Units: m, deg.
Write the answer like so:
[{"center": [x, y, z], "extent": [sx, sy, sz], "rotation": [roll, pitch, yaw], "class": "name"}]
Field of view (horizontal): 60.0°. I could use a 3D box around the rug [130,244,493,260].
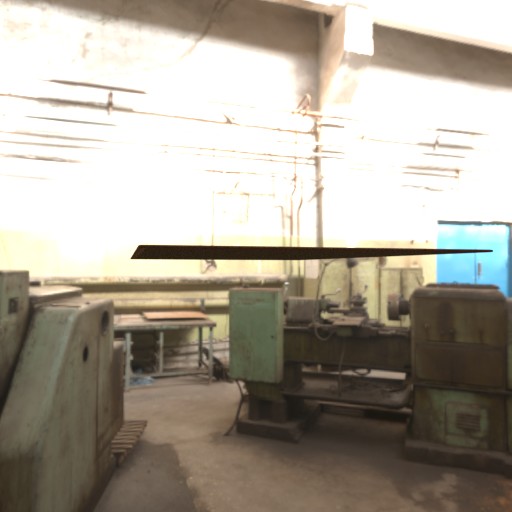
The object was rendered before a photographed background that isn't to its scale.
[{"center": [0.000, 0.000, 2.271], "extent": [1.219, 0.010, 1.829], "rotation": [0, -2, -16], "class": "rug"}]
